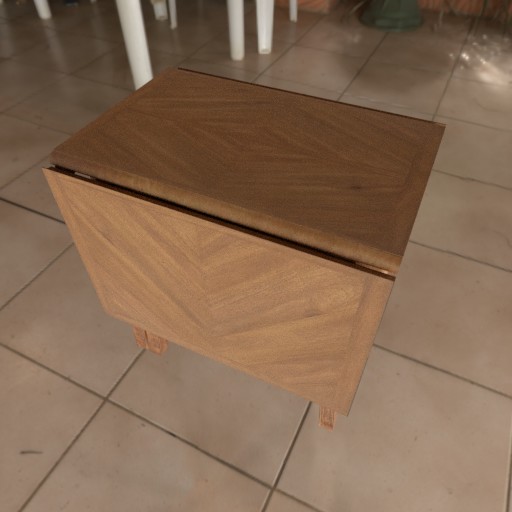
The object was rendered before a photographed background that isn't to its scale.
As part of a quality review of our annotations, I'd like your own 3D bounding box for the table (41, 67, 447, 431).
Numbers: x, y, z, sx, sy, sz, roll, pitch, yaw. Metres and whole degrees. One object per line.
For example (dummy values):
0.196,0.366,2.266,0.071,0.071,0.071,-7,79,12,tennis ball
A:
0.000,0.000,1.624,0.967,0.981,0.701,19,49,17,table
